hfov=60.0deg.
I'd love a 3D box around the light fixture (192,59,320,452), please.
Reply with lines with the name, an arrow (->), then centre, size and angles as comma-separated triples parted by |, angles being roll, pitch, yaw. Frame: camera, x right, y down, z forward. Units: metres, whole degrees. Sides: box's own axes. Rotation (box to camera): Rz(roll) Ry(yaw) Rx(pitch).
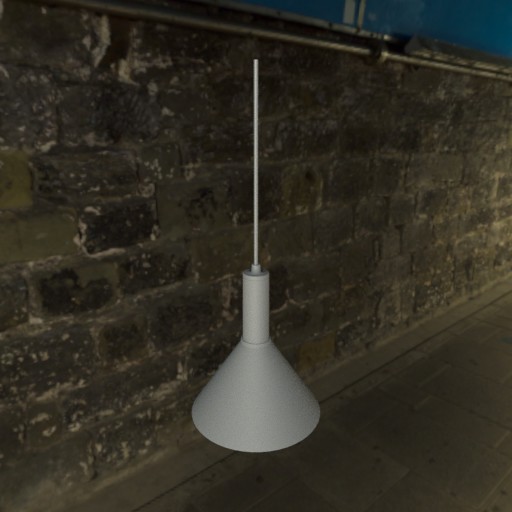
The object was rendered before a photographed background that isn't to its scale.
light fixture -> 0.000, 0.000, 0.836 | 0.267, 0.683, 0.267 | -8, 18, -25
